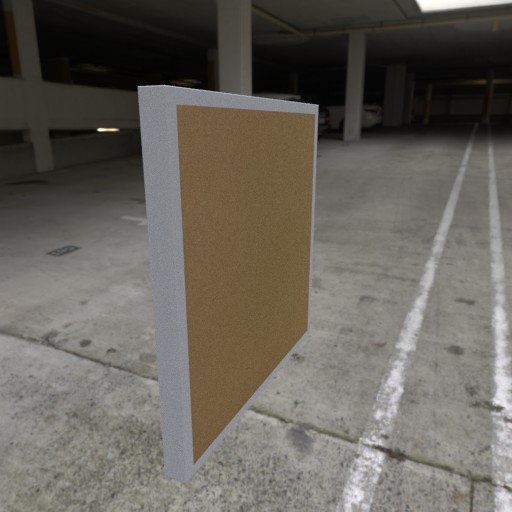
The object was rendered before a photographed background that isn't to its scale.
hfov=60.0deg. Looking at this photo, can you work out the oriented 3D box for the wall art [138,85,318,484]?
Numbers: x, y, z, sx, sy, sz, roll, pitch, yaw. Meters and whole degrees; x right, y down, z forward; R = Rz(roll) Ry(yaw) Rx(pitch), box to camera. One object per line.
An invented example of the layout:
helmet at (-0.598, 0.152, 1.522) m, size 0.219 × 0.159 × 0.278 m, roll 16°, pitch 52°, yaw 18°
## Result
wall art at (0.000, 0.000, 0.757) m, size 0.035 × 0.507 × 0.508 m, roll 8°, pitch 18°, yaw 25°
